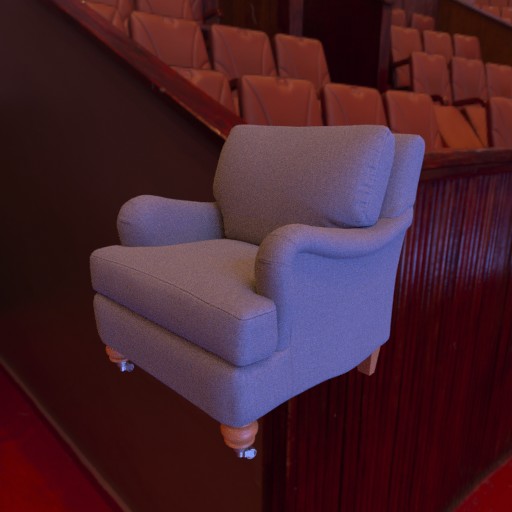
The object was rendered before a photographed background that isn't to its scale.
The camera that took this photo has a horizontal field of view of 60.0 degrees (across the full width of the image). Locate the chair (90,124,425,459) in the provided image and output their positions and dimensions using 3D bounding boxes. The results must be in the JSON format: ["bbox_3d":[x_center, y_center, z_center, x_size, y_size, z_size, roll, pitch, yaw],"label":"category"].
[{"bbox_3d":[0.000,0.000,1.830,0.955,1.038,1.070,16,23,42],"label":"chair"}]
